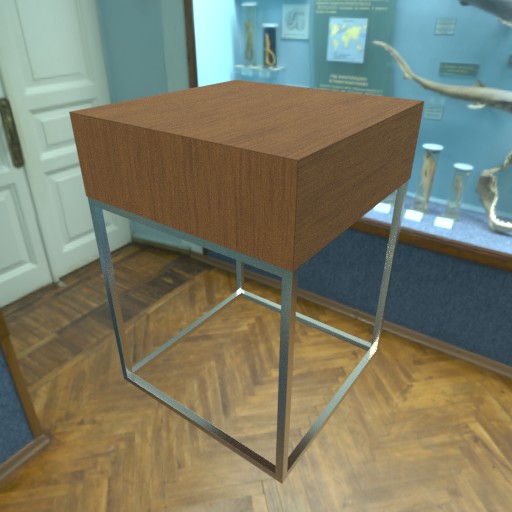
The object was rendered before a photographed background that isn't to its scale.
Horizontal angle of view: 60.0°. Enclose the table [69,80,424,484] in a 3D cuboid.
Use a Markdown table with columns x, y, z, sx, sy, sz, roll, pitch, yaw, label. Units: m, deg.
| x | y | z | sx | sy | sz | roll | pitch | yaw | label |
| --- | --- | --- | --- | --- | --- | --- | --- | --- | --- |
| 0.000 | 0.000 | 0.827 | 0.398 | 0.540 | 0.397 | 20 | 35 | 31 | table |
